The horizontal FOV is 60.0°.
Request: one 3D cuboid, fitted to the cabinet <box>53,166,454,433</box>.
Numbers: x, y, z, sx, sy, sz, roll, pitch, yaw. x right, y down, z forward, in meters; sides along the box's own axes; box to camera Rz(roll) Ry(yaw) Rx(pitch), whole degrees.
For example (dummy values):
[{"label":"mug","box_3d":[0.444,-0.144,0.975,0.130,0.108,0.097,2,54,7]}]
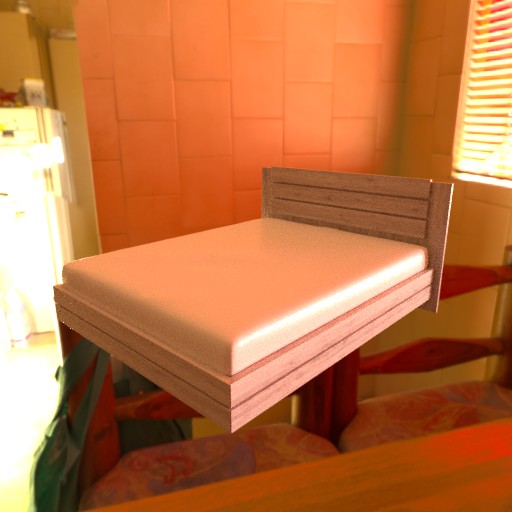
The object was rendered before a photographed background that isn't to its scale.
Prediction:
[{"label":"cabinet","box_3d":[0.000,0.000,3.007,1.750,0.970,2.080,15,22,41]}]
